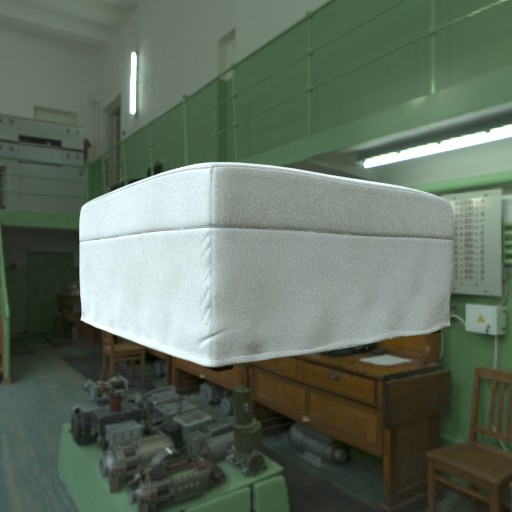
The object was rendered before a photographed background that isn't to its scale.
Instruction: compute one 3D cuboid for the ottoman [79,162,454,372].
[{"bbox_3d":[0.000,0.000,1.351,0.842,0.441,0.843,0,-1,-37],"label":"ottoman"}]
